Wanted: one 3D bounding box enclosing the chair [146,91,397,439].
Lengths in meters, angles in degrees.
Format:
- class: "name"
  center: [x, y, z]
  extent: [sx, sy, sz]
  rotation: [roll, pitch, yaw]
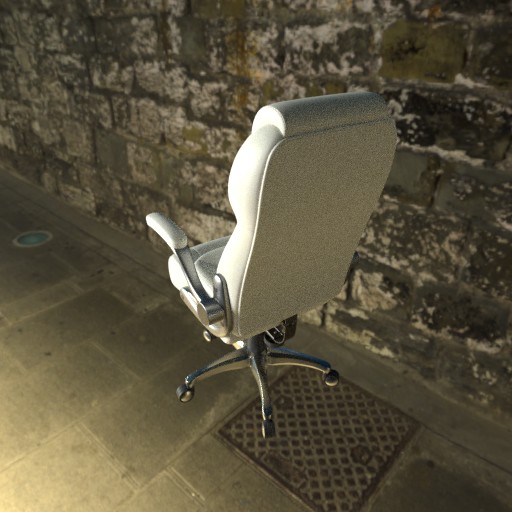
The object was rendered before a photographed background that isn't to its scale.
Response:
- class: "chair"
  center: [0.000, 0.000, 1.805]
  extent: [0.755, 1.330, 0.806]
  rotation: [-19, 34, -30]
